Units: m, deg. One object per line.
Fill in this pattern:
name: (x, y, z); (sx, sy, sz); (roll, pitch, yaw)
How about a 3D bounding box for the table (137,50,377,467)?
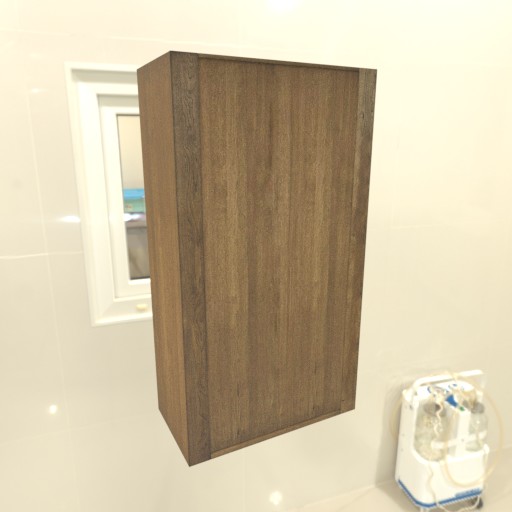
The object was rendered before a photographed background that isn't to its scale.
table: (0.000, 0.000, 2.554); (1.100, 2.000, 0.600); (-8, 17, -27)
